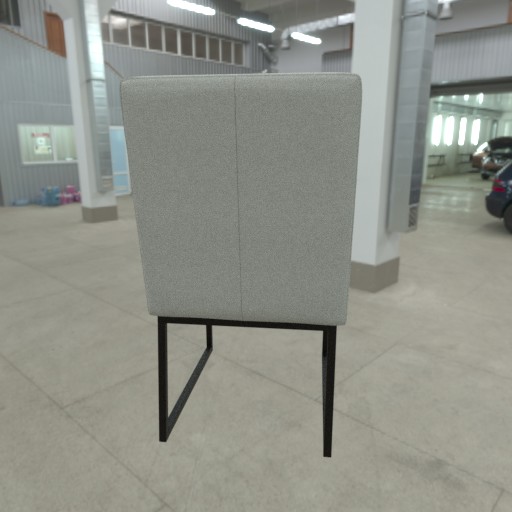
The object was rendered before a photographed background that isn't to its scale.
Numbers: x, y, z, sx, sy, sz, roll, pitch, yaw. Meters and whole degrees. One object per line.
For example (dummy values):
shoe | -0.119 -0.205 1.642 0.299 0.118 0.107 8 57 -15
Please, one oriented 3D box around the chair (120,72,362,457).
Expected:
chair | 0.000 0.000 1.305 0.520 0.930 0.634 2 15 8
